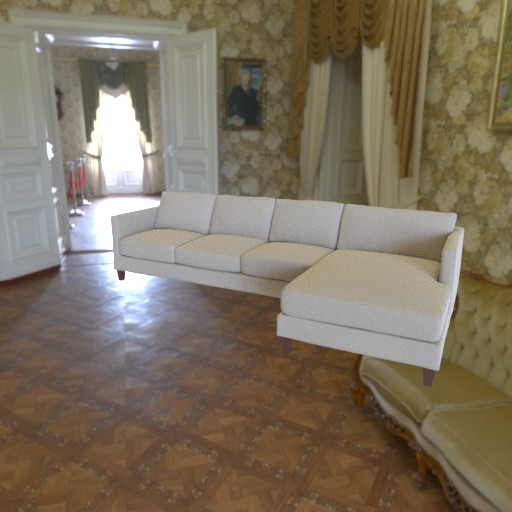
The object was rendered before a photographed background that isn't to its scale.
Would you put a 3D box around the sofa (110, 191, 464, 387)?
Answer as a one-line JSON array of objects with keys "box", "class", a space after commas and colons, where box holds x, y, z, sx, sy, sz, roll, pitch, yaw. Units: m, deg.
[{"box": [0.000, 0.000, 3.854, 3.186, 0.861, 1.625, 8, 17, 27], "class": "sofa"}]
